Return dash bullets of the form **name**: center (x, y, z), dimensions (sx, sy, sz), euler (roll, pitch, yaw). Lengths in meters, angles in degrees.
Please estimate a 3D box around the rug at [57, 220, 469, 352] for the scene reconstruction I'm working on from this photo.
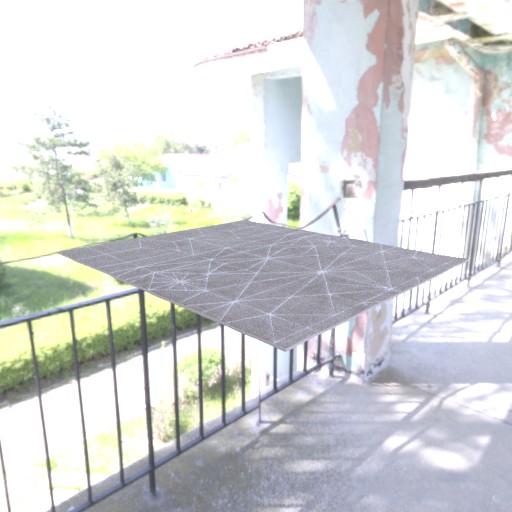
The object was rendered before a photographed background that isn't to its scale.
- **rug**: center (0.000, 0.000, 0.900), dimensions (0.639, 0.006, 0.548), euler (14, 20, 43)
